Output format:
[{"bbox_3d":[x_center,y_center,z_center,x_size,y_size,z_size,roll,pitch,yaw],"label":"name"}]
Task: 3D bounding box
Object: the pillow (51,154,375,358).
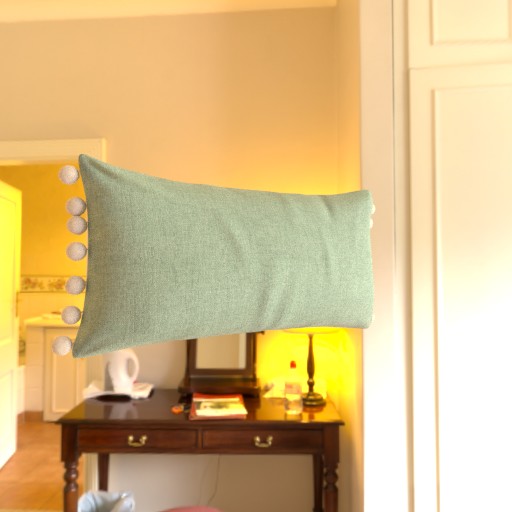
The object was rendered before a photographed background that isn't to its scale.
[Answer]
[{"bbox_3d":[0.000,0.000,0.841,0.709,0.322,0.201,1,-2,-35],"label":"pillow"}]
